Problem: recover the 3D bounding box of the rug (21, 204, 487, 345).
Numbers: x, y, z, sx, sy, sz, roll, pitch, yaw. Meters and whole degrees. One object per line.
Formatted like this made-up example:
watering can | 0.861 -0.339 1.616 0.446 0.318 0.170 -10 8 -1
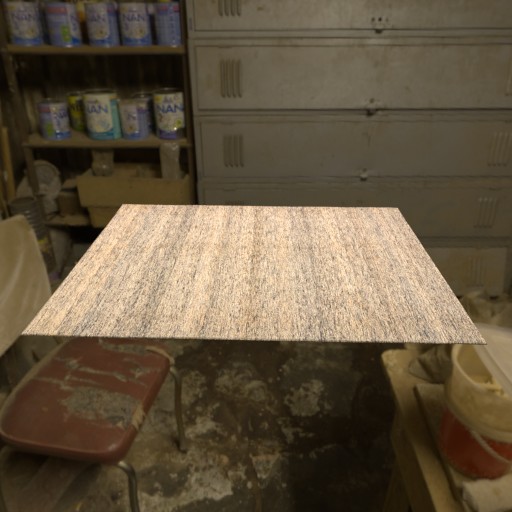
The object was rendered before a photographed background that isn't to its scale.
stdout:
rug | 0.000 0.000 4.098 3.199 0.036 2.414 1 28 2
